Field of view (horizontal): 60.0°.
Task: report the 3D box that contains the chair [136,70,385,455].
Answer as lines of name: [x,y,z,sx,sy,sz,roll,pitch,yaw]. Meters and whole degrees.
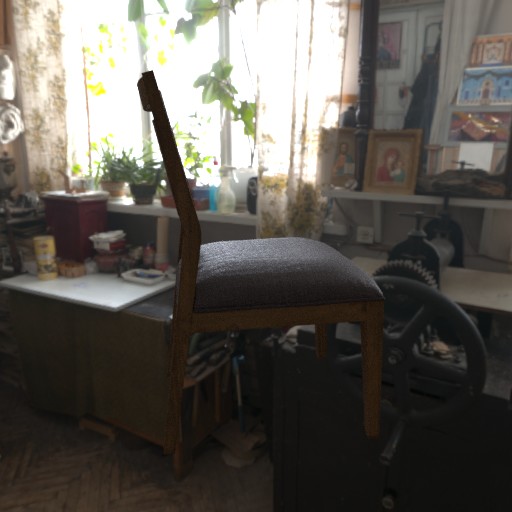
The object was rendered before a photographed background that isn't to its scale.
chair: [0.000,0.000,1.290,0.610,0.939,0.501,-2,15,-9]
